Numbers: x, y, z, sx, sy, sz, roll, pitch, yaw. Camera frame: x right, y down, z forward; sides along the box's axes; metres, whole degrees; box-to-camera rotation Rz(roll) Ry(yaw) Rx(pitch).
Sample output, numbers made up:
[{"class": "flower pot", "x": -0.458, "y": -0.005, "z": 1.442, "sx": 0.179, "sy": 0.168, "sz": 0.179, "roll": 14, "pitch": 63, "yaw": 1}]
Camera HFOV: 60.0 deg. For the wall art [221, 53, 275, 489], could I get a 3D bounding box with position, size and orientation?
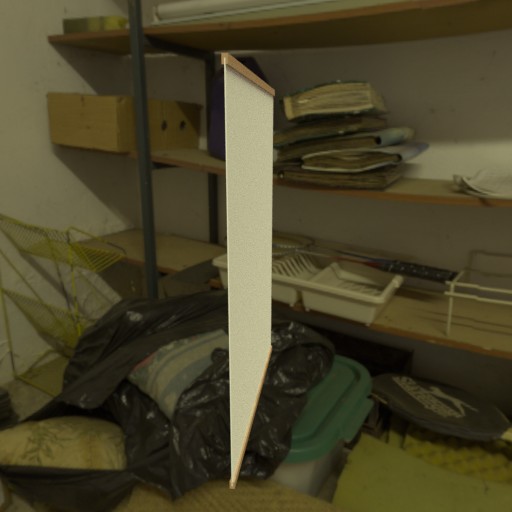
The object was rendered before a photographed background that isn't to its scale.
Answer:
[{"class": "wall art", "x": 0.000, "y": 0.000, "z": 1.349, "sx": 0.013, "sy": 1.016, "sz": 0.758, "roll": 2, "pitch": 16, "yaw": 9}]
